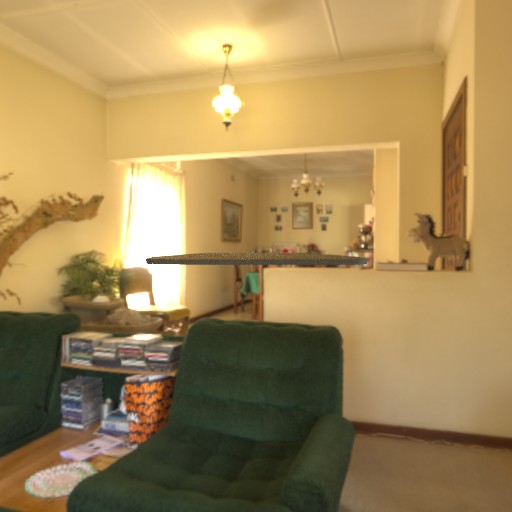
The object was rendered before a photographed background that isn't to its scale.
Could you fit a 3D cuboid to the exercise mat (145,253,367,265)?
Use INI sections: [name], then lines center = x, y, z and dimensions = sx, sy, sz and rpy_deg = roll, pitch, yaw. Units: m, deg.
[exercise mat]
center = 0.000, 0.000, 2.106
dimensions = 0.616, 0.021, 1.869
rpy_deg = 0, 1, 0
